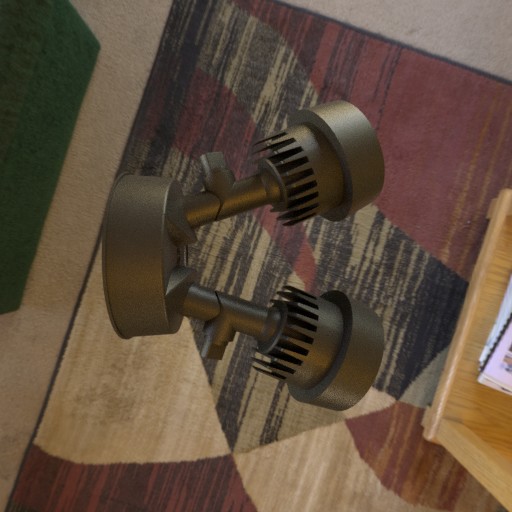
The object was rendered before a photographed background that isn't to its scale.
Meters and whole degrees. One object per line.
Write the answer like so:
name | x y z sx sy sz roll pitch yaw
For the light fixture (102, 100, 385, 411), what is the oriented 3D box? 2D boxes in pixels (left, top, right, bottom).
light fixture | 0.000 0.000 0.300 0.168 0.120 0.213 0 90 -1
